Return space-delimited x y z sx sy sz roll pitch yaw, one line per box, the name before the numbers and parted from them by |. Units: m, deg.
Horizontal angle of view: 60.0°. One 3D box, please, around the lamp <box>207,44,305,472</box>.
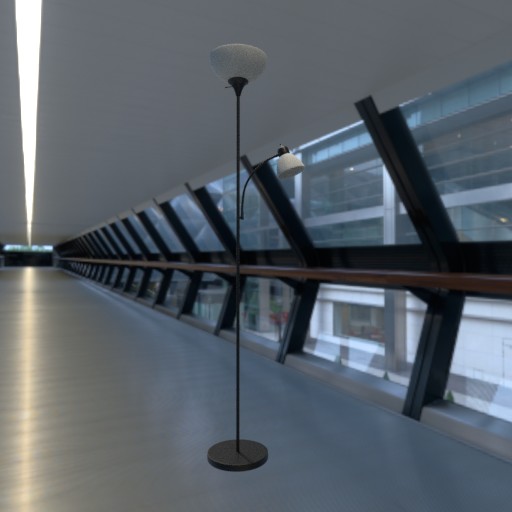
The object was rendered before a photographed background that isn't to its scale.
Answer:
lamp | 0.000 0.000 1.979 0.442 1.804 0.279 0 -1 17
